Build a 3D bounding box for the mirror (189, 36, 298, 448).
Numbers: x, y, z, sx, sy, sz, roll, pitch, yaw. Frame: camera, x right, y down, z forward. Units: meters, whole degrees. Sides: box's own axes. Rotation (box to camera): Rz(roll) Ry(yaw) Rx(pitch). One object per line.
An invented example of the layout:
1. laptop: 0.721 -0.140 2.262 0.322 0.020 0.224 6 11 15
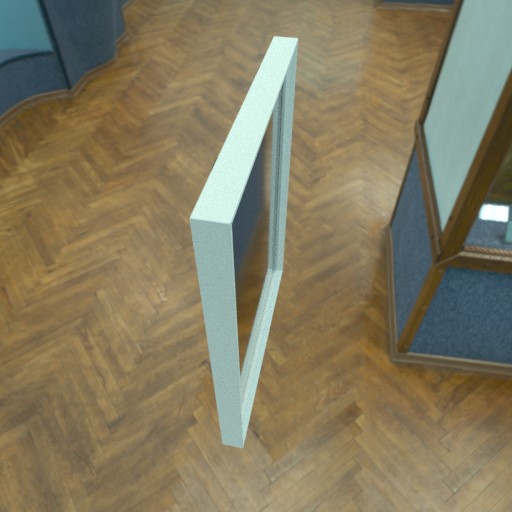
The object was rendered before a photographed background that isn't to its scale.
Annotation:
1. mirror: 0.000 0.000 0.694 0.041 0.509 0.406 9 47 8
